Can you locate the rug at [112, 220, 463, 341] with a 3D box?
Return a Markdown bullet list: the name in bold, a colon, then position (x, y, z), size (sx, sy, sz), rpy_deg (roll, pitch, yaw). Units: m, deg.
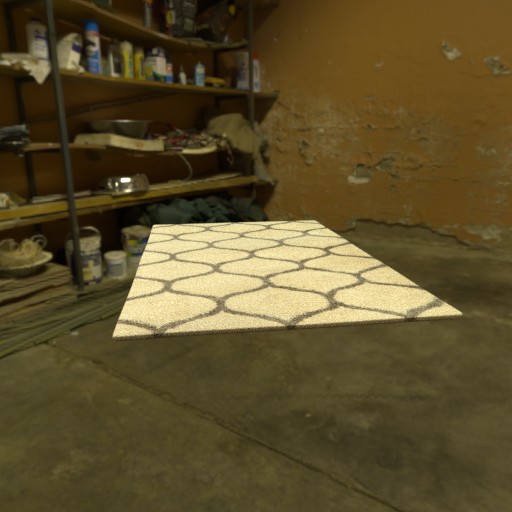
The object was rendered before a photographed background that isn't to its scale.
- **rug**: position (0.000, 0.000, 2.956), size (1.501, 0.024, 2.348), rpy_deg (-2, 15, -8)
